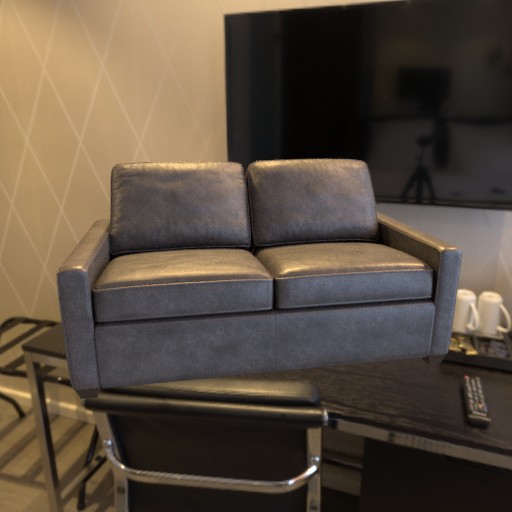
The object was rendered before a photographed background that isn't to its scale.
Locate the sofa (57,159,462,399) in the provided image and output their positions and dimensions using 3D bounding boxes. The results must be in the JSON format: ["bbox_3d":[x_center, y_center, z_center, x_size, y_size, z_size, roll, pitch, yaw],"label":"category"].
[{"bbox_3d":[0.000,0.000,2.286,1.732,0.916,0.939,-3,17,-10],"label":"sofa"}]
